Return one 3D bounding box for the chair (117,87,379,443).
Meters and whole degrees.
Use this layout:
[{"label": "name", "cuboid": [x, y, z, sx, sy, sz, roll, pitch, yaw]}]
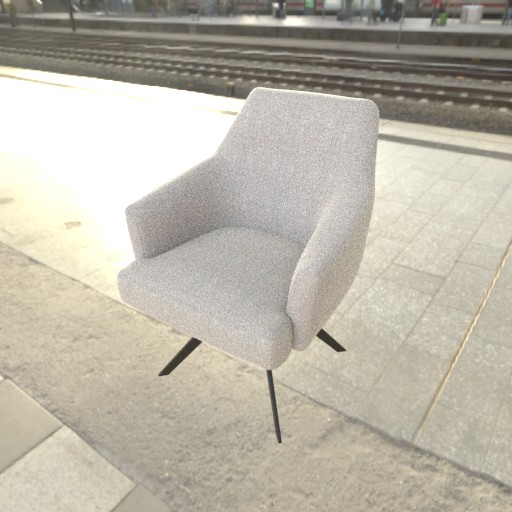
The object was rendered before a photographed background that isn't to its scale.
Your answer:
[{"label": "chair", "cuboid": [0.000, 0.000, 1.367, 0.642, 0.874, 0.677, 18, 35, 29]}]
